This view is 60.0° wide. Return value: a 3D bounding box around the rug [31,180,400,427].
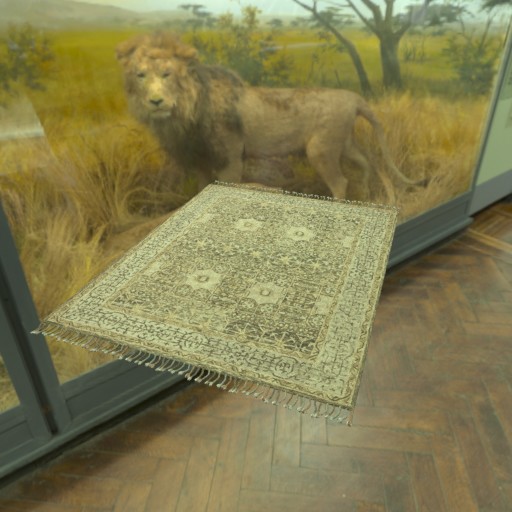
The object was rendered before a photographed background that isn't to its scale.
[{"bbox_3d":[0.000,0.000,4.291,2.431,0.017,3.291,11,33,17],"label":"rug"}]
